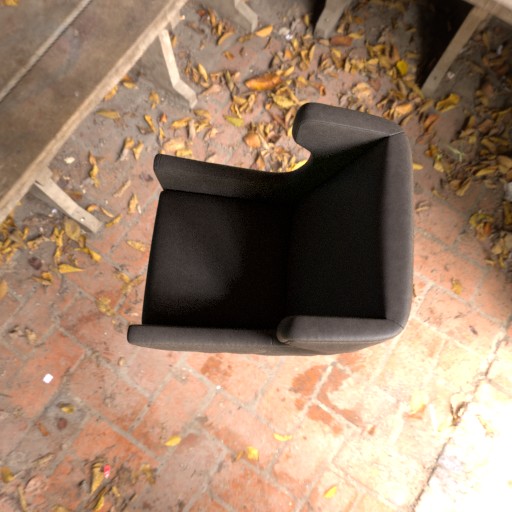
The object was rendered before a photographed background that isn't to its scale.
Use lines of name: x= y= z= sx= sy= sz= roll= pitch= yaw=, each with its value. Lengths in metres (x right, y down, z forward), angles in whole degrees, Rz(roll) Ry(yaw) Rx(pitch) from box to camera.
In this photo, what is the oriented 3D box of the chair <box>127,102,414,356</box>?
chair: x=0.000 y=0.000 z=1.717 sx=0.899 sy=1.079 sz=0.769 roll=5 pitch=76 yaw=1
